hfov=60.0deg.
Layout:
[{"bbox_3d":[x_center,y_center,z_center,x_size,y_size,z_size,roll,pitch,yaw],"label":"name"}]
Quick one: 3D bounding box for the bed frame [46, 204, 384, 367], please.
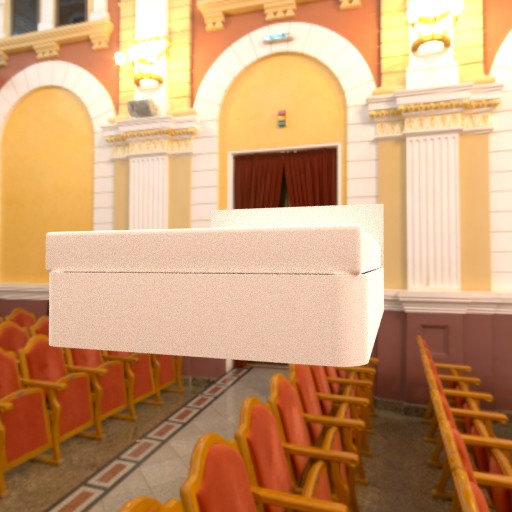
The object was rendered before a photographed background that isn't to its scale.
[{"bbox_3d":[0.000,0.000,2.632,1.400,0.800,1.900,0,-1,18],"label":"bed frame"}]
